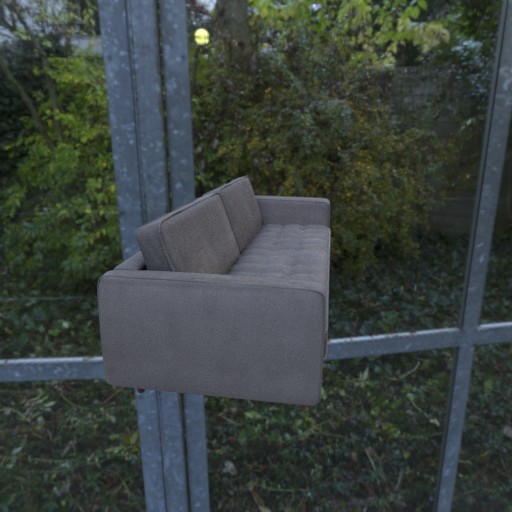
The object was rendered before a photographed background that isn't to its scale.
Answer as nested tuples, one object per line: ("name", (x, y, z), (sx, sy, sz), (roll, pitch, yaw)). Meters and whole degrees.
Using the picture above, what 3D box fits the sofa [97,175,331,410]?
("sofa", (0.000, 0.000, 2.781), (0.923, 0.813, 2.295), (3, 16, 9))
